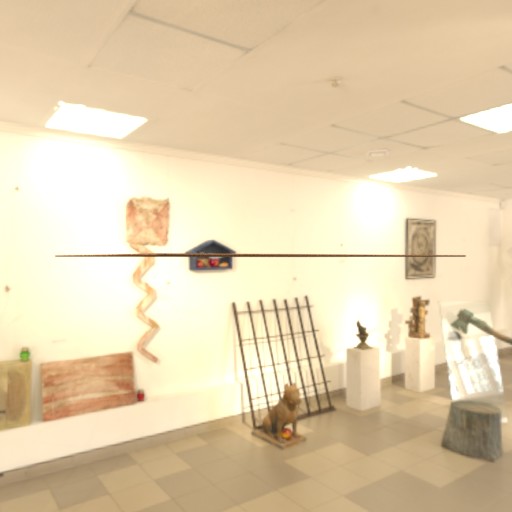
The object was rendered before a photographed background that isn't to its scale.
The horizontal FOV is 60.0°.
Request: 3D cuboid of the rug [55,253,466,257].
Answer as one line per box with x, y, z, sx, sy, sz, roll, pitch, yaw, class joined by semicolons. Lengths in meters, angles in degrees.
0.000;0.000;4.197;3.050;0.015;2.441;0;0;-36;rug
